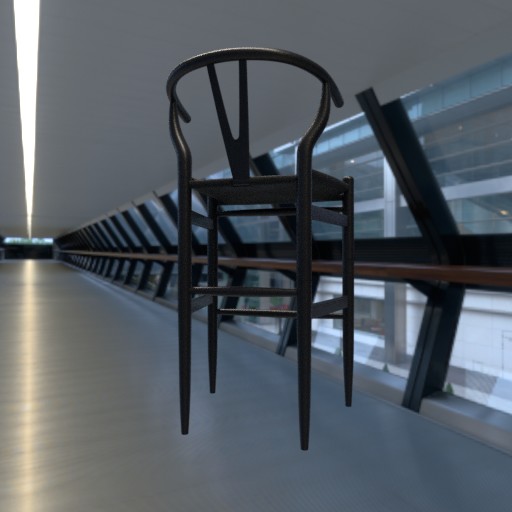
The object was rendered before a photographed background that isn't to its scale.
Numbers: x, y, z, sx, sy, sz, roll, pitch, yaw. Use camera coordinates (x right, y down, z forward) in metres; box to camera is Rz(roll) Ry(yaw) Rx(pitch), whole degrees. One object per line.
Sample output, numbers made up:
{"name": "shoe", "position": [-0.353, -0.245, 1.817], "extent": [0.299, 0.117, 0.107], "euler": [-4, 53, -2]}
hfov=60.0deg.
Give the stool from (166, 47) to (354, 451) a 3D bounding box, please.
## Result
{"name": "stool", "position": [0.000, 0.000, 1.414], "extent": [0.569, 1.072, 0.579], "euler": [0, 0, 17]}
